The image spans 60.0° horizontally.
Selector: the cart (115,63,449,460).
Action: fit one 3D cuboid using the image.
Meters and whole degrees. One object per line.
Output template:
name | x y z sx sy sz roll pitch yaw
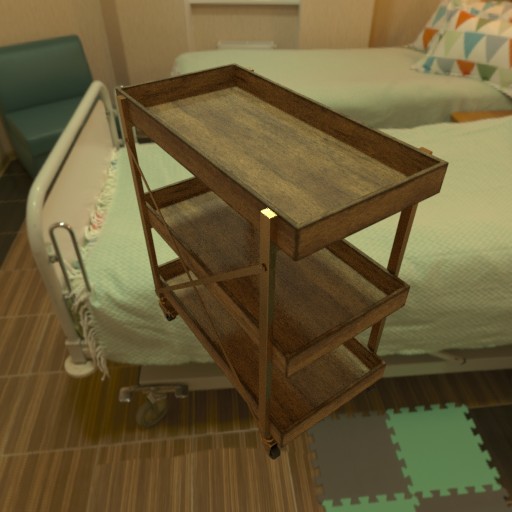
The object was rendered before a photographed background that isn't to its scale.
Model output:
cart | 0.000 0.000 1.252 0.416 0.799 0.750 -24 46 -26
